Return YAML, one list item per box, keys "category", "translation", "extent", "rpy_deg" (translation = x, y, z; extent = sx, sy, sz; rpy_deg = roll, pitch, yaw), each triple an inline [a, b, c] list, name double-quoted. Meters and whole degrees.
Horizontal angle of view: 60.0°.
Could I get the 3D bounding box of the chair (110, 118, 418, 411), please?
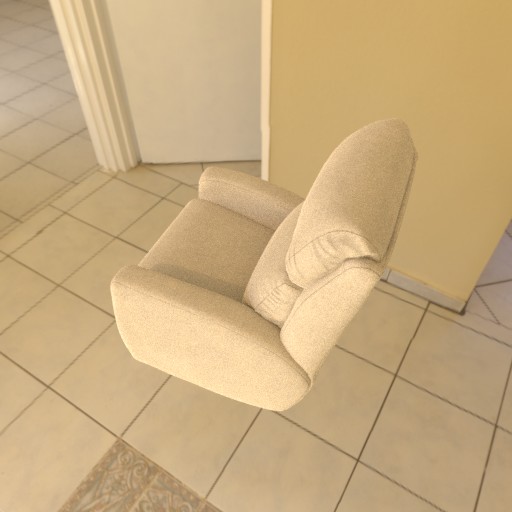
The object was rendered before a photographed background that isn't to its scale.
- category: "chair"
  translation: [0.000, 0.000, 1.691]
  extent: [0.940, 1.021, 0.794]
  rpy_deg: [17, 49, 15]
